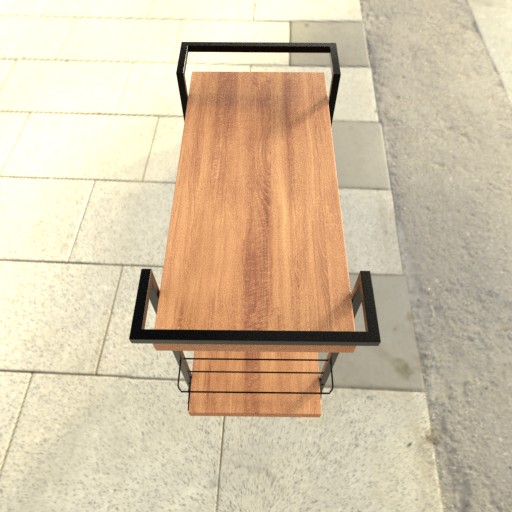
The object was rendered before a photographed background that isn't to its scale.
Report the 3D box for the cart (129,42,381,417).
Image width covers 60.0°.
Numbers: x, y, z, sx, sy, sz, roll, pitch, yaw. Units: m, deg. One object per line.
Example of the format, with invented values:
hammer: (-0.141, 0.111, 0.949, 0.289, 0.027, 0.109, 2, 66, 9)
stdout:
cart: (0.000, 0.000, 1.232, 0.406, 0.762, 0.806, 1, 57, 0)
